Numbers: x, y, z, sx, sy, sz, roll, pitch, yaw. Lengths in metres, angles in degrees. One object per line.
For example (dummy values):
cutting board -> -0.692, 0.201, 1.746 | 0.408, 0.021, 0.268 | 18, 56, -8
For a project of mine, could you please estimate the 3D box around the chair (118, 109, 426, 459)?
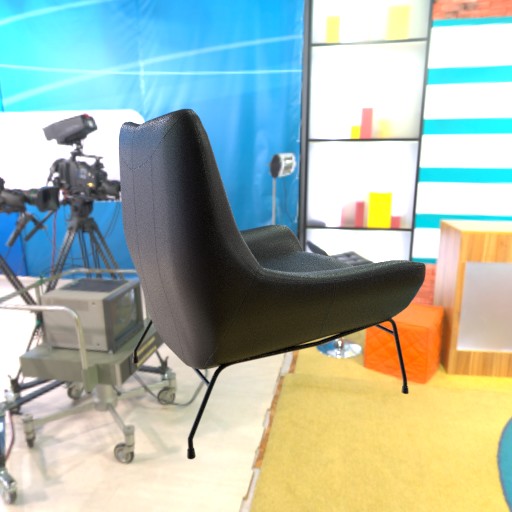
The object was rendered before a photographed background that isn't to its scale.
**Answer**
chair -> 0.000, 0.000, 1.567 | 0.826, 0.922, 0.836 | -7, 15, -27
